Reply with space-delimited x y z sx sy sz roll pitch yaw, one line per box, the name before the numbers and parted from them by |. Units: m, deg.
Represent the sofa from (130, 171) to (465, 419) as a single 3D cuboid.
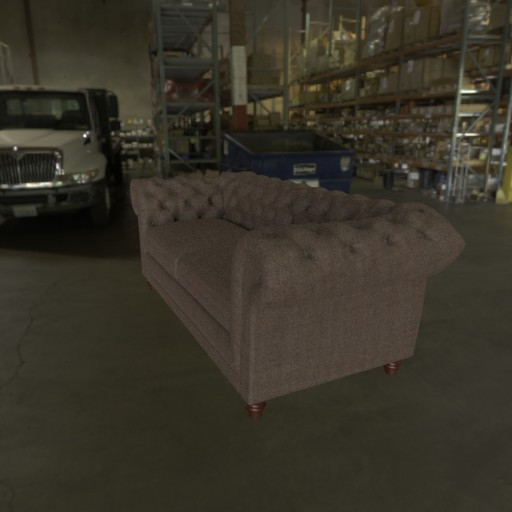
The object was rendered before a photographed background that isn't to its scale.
sofa | 0.000 0.000 2.462 0.944 0.780 2.048 -8 18 -26
